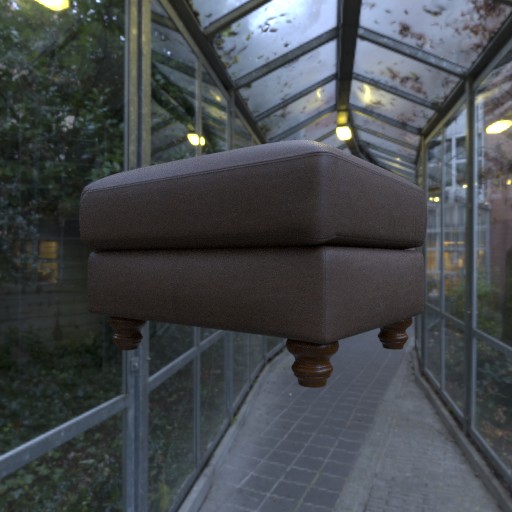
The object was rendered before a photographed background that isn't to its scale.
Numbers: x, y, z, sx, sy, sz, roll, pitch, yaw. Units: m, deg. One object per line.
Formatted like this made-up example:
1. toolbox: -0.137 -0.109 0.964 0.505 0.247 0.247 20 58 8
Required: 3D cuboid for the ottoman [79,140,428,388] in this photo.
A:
1. ottoman: 0.000 0.000 1.217 0.787 0.508 0.635 0 -1 37
